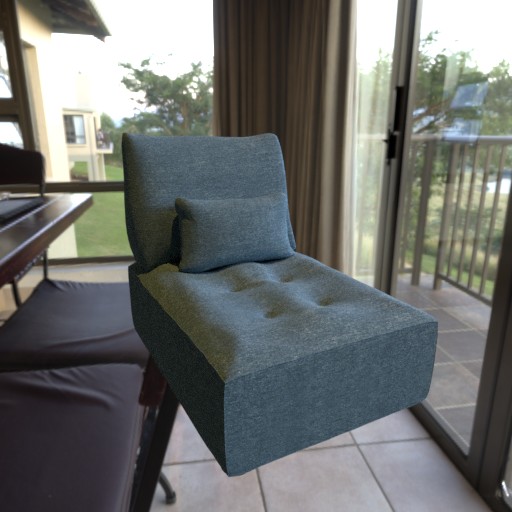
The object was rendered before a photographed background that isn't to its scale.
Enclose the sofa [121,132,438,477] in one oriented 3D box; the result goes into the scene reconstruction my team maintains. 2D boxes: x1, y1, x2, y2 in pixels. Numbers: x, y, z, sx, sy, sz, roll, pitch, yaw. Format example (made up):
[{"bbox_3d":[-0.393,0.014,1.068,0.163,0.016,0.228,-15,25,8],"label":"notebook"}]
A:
[{"bbox_3d":[0.000,0.000,1.543,0.700,0.820,1.000,-9,19,-27],"label":"sofa"}]
